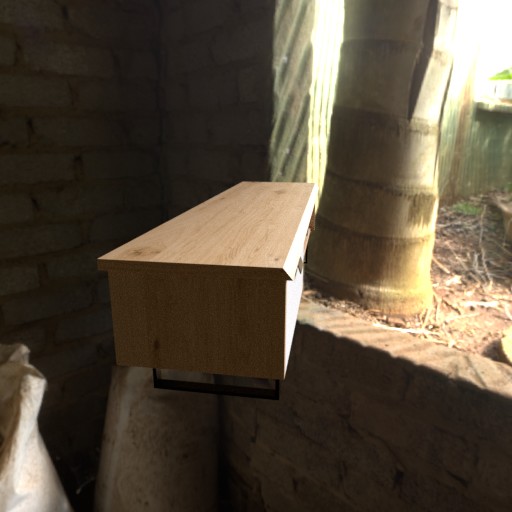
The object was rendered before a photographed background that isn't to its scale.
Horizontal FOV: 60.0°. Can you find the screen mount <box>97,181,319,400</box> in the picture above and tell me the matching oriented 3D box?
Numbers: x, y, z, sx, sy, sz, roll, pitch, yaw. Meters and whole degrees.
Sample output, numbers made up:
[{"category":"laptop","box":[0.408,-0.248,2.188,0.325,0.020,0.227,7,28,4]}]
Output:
[{"category":"screen mount","box":[0.000,0.000,1.841,0.450,0.430,1.700,3,16,9]}]
